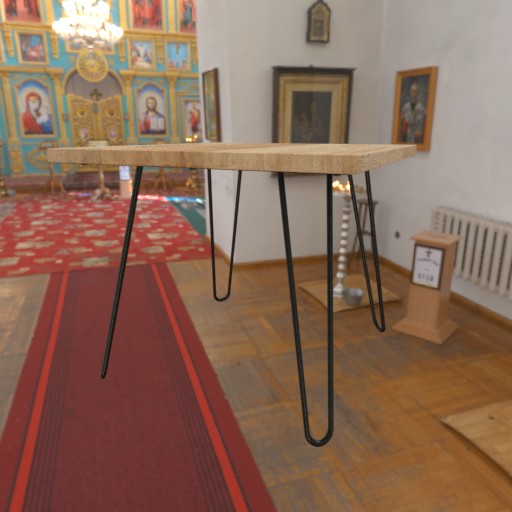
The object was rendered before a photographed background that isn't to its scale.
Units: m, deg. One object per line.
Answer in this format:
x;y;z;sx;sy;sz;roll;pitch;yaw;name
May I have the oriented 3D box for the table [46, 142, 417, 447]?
0.000;0.000;1.041;0.599;0.500;0.599;8;17;25;table
